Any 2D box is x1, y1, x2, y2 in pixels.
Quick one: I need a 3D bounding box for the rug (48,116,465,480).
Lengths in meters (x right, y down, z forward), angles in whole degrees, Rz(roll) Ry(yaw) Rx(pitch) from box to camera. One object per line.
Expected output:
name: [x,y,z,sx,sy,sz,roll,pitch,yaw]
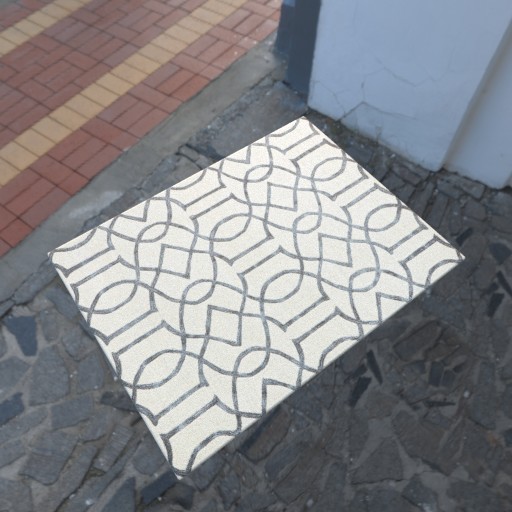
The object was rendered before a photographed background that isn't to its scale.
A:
rug: [0.000,0.000,3.863,2.910,0.021,2.211,-32,64,-18]
